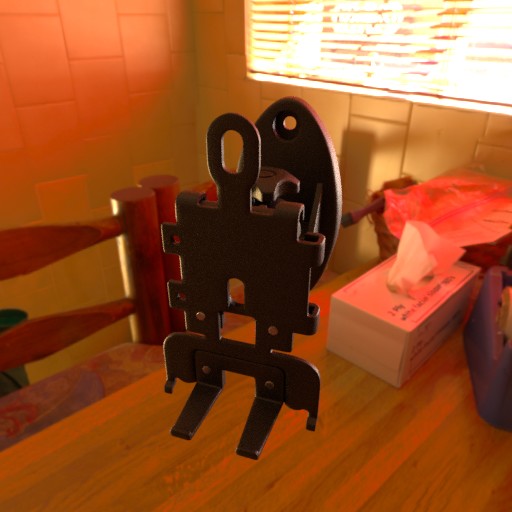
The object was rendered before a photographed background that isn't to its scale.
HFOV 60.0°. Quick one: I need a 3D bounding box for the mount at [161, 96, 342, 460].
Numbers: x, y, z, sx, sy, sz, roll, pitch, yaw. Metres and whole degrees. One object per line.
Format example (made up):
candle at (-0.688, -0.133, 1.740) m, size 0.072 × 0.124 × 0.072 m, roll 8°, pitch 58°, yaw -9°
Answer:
mount at (0.000, 0.000, 0.177) m, size 0.066 × 0.118 × 0.100 m, roll 9°, pitch 29°, yaw 16°
